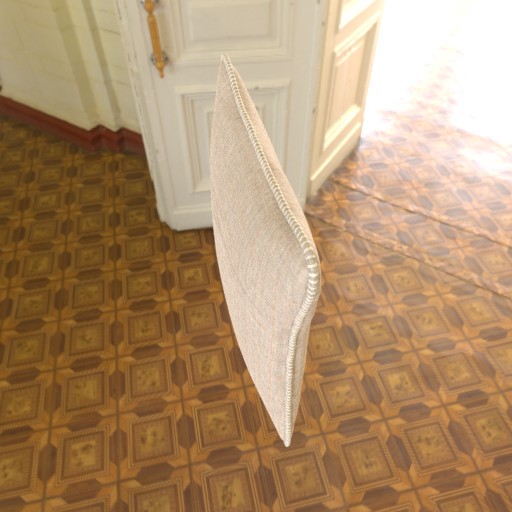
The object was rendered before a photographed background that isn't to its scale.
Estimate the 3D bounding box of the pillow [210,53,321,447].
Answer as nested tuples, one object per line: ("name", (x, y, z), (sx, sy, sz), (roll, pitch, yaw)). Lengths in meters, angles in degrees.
("pillow", (0.000, 0.000, 0.739), (0.124, 0.494, 0.485), (-10, 49, -9))
